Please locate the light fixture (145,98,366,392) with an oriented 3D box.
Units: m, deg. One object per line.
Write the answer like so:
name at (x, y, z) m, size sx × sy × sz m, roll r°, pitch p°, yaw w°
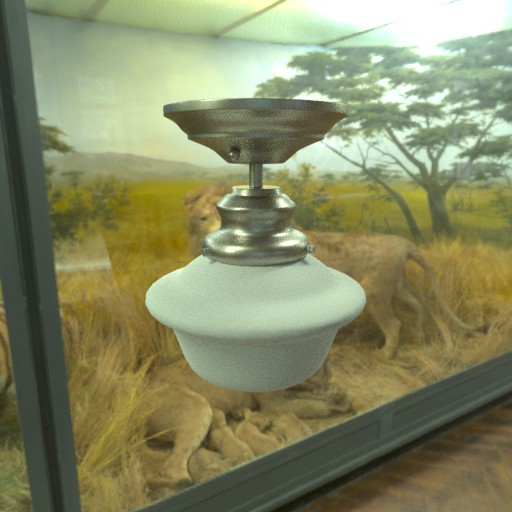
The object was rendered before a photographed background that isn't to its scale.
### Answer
light fixture at (0.000, 0.000, 0.399) m, size 0.199 × 0.254 × 0.199 m, roll 0°, pitch 14°, yaw 0°
